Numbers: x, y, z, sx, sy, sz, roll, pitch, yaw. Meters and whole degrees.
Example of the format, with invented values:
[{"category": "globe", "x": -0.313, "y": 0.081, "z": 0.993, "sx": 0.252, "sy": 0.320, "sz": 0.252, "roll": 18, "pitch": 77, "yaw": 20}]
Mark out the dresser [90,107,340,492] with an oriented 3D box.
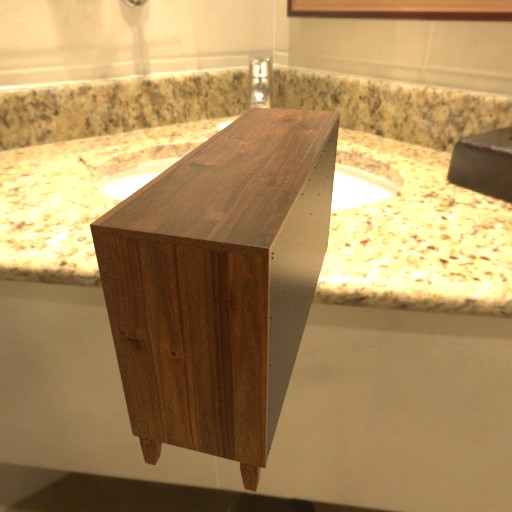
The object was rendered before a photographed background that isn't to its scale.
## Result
[{"category": "dresser", "x": 0.000, "y": 0.000, "z": 1.783, "sx": 0.446, "sy": 0.873, "sz": 1.400, "roll": 8, "pitch": 31, "yaw": 13}]
